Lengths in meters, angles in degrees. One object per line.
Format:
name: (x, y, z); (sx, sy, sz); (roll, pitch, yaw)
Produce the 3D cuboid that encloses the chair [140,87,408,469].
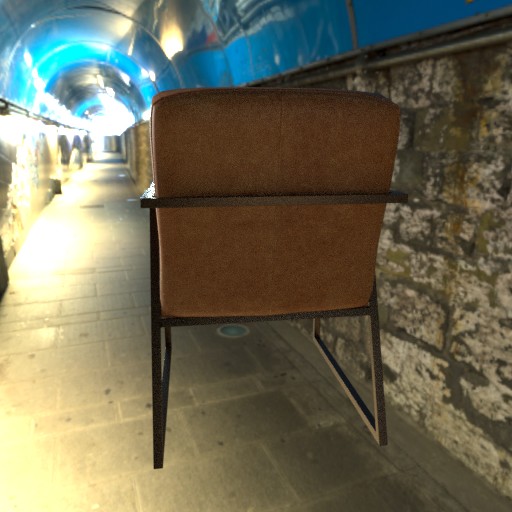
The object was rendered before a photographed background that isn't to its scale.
chair: (0.000, 0.000, 1.249); (0.571, 0.832, 0.677); (-2, 15, -8)
